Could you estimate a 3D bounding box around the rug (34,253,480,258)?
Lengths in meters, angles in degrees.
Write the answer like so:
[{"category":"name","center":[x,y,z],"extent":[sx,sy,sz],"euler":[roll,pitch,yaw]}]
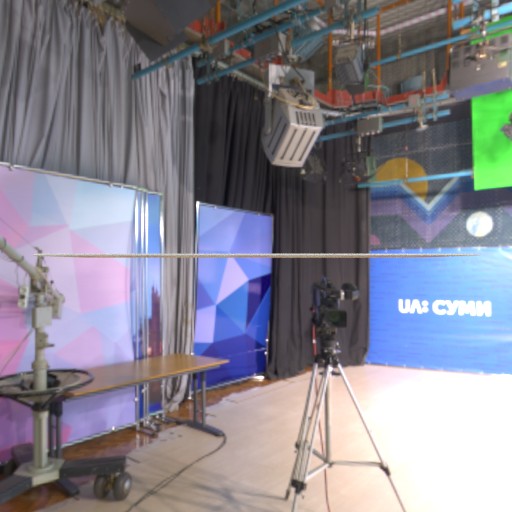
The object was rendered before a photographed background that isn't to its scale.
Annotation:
[{"category":"rug","center":[0.000,0.000,2.080],"extent":[1.824,0.009,0.562],"euler":[0,-1,1]}]
